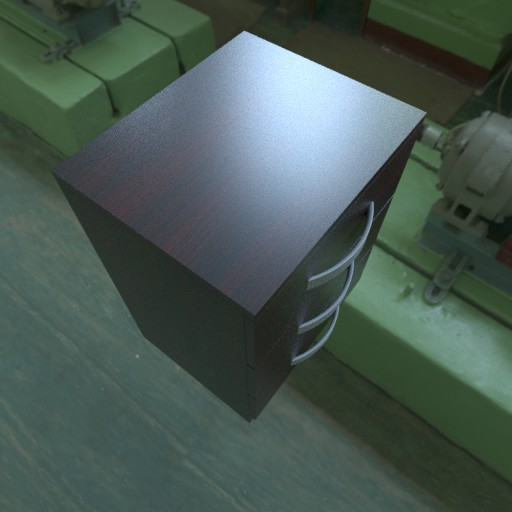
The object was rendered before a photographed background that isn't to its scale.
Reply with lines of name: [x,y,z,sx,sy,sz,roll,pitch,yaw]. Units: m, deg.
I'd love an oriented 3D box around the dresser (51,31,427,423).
dresser: [0.000,0.000,0.833,0.360,0.560,0.400,33,63,19]
